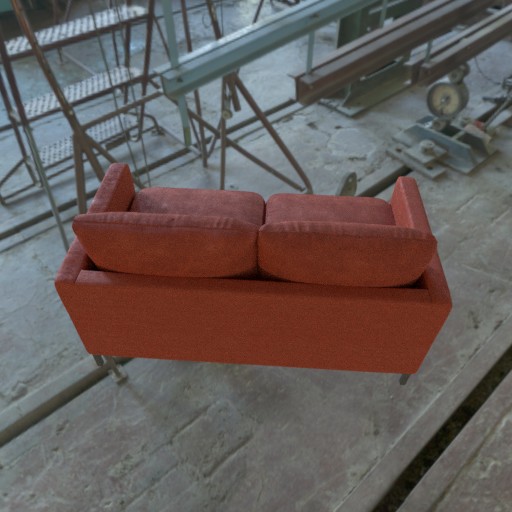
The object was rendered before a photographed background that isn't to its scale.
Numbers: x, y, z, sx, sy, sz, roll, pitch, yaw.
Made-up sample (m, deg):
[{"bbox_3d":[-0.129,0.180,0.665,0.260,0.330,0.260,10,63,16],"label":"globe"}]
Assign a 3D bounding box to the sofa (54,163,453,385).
[{"bbox_3d":[0.000,0.000,2.162,1.574,0.896,0.864,2,47,2],"label":"sofa"}]
